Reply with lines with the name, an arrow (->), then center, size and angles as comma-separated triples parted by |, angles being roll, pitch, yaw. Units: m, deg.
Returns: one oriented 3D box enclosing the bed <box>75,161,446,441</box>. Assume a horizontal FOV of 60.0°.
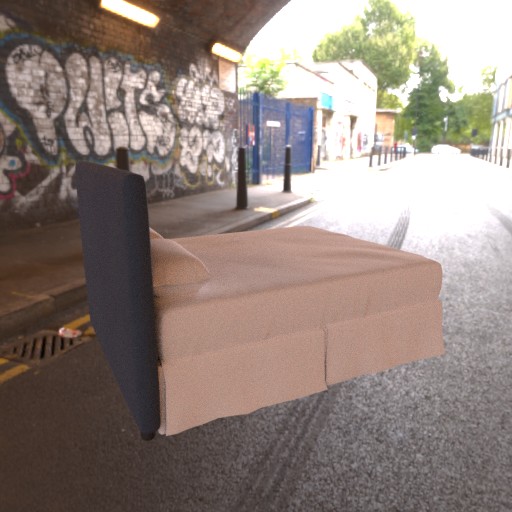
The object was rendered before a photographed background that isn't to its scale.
bed -> 0.000, 0.000, 3.182 | 2.162, 1.330, 1.713 | -7, 16, -27
